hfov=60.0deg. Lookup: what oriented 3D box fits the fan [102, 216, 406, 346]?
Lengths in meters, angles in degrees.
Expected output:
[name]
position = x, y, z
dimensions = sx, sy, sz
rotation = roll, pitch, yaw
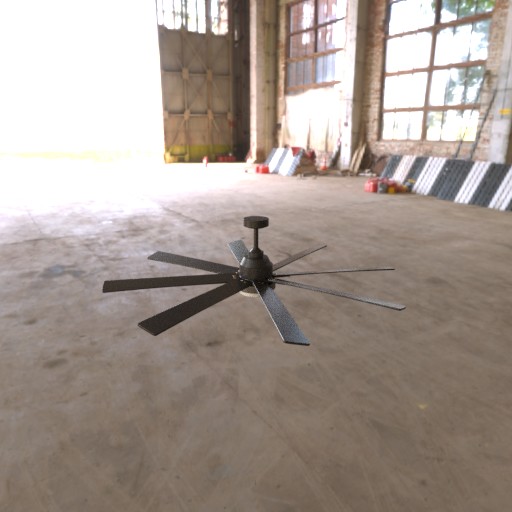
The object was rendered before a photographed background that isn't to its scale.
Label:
[fan]
position = 0.000, 0.000, 2.734
dimensions = 1.830, 0.472, 1.830
rotation = -3, 16, -11
